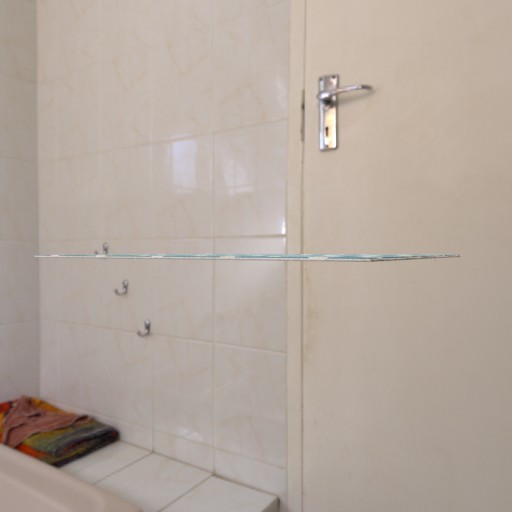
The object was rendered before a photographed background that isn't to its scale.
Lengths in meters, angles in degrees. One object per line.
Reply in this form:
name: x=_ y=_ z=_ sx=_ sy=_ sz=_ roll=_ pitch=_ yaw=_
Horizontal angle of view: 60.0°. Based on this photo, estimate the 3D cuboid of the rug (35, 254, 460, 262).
rug: x=0.000 y=0.000 z=4.064 sx=3.049 sy=0.021 sz=2.466 roll=0 pitch=1 yaw=34
